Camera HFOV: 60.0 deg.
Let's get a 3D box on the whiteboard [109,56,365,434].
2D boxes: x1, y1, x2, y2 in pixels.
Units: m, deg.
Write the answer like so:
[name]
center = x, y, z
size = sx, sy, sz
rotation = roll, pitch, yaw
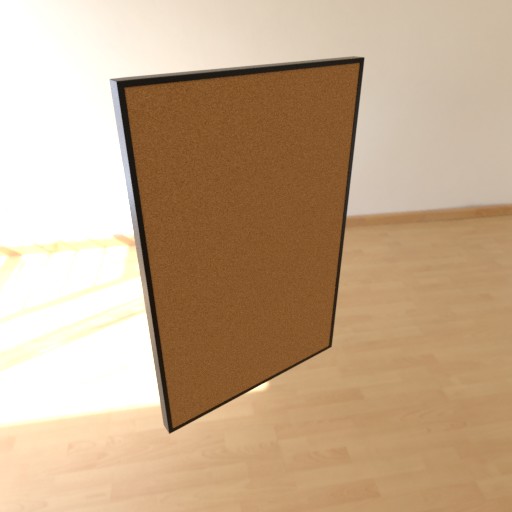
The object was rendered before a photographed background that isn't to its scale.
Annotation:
[whiteboard]
center = 0.000, 0.000, 0.769
size = 0.406, 0.611, 0.026
rotation = -20, 36, -30
